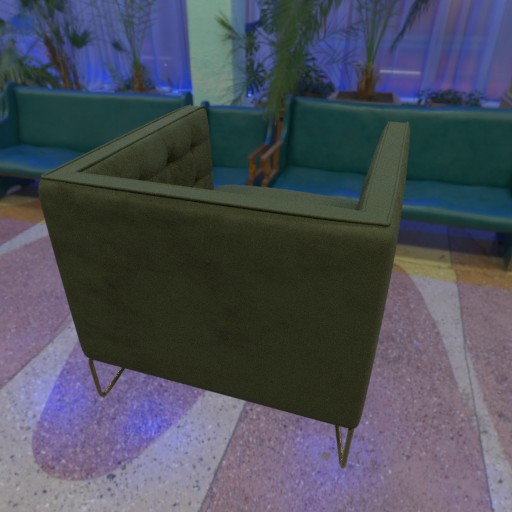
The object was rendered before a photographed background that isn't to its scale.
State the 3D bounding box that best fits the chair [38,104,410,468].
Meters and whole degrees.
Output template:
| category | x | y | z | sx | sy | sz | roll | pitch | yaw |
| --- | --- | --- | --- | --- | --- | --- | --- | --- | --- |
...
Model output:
| category | x | y | z | sx | sy | sz | roll | pitch | yaw |
| --- | --- | --- | --- | --- | --- | --- | --- | --- | --- |
| chair | 0.000 | 0.000 | 1.517 | 0.880 | 0.790 | 0.894 | 10 | 33 | 16 |
